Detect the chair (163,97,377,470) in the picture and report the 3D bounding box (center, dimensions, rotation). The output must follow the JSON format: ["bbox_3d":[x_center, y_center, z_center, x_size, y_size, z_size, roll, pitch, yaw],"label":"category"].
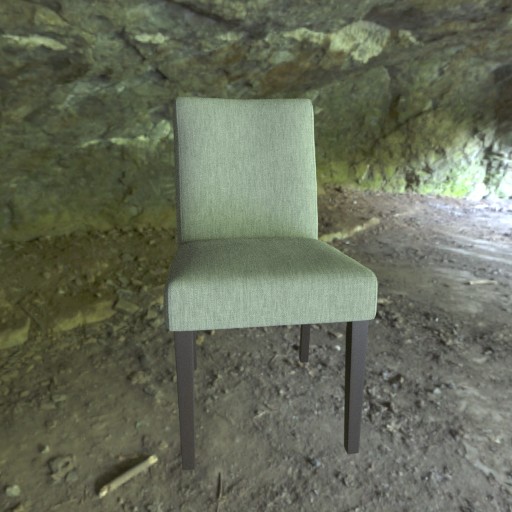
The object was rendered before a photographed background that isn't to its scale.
[{"bbox_3d":[0.000,0.000,1.255,0.487,0.884,0.629,-2,16,-8],"label":"chair"}]
